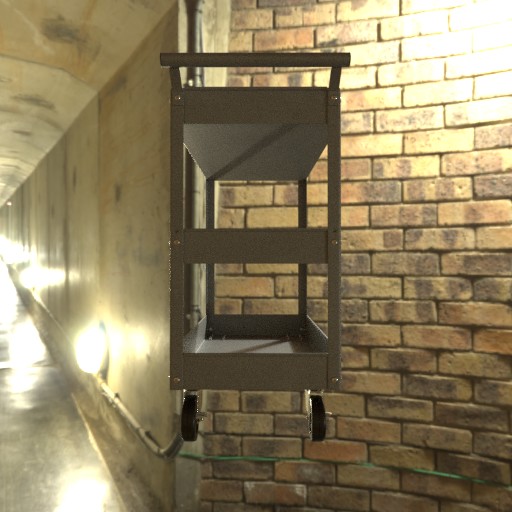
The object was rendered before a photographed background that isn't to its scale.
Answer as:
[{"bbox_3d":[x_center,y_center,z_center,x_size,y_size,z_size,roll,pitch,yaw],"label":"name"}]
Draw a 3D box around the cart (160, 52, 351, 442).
[{"bbox_3d":[0.000,0.000,1.202,0.366,0.780,0.719,0,-1,0],"label":"cart"}]
